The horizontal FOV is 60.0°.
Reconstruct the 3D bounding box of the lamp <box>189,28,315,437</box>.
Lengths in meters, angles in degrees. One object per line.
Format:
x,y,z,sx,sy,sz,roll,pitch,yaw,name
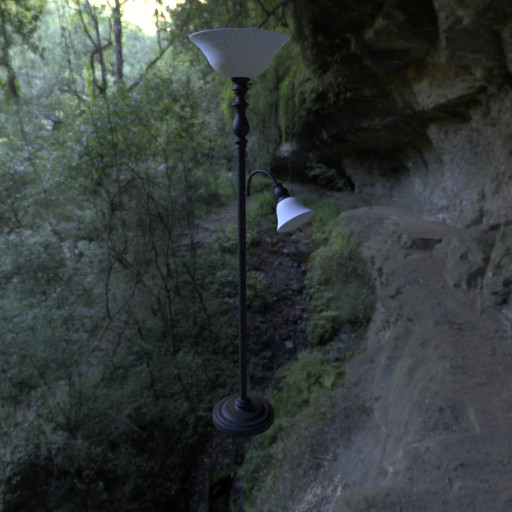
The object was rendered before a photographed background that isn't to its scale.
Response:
0.000,0.000,1.983,0.405,1.793,0.588,-16,23,-42,lamp
